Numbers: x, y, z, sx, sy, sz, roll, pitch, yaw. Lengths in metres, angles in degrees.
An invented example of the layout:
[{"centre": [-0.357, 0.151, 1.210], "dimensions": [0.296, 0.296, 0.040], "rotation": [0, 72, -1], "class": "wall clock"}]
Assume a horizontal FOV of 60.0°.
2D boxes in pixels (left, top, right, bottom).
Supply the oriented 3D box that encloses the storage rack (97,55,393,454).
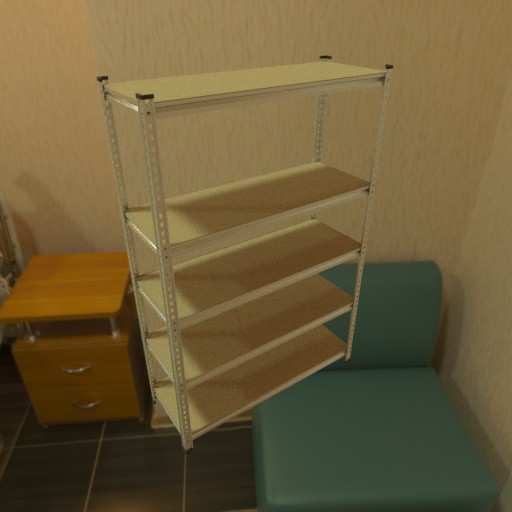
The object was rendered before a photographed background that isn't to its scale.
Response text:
[{"centre": [0.000, 0.000, 2.347], "dimensions": [1.219, 1.829, 0.457], "rotation": [-20, 36, -29], "class": "storage rack"}]
